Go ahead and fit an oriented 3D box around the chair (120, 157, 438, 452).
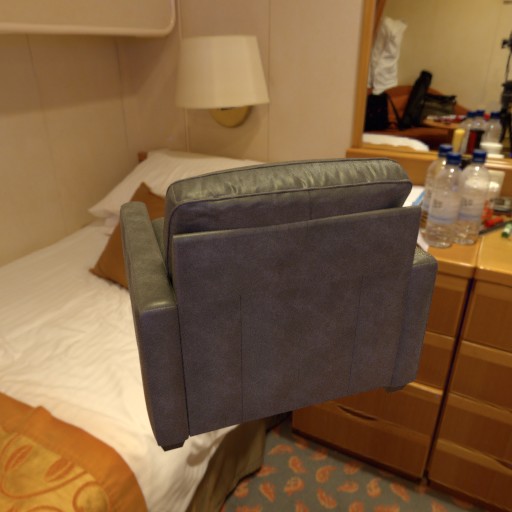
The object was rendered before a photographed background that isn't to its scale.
[{"bbox_3d":[0.000,0.000,1.775,1.006,0.916,0.939,-8,27,-17],"label":"chair"}]
